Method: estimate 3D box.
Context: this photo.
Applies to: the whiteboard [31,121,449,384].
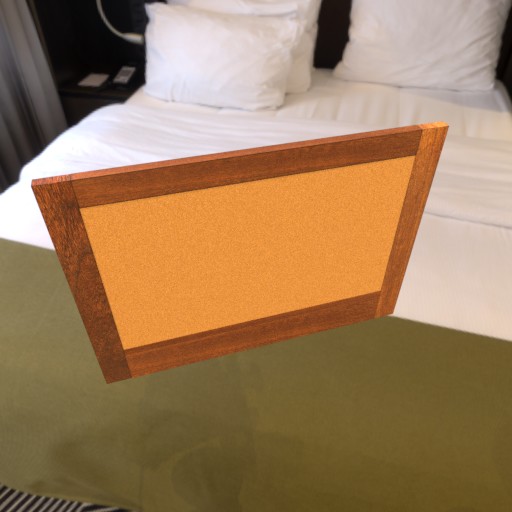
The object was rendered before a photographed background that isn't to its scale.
[{"bbox_3d":[0.000,0.000,1.011,0.783,0.559,0.083,-11,42,-13],"label":"whiteboard"}]
